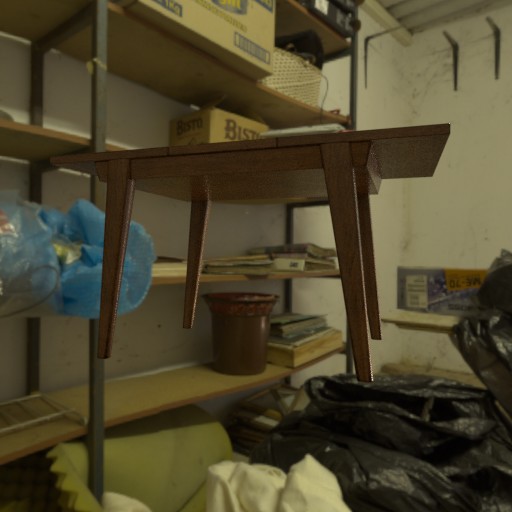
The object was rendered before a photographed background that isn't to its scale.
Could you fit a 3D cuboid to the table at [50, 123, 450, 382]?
[{"bbox_3d":[0.000,0.000,1.828,1.400,0.760,0.757,0,1,18],"label":"table"}]
